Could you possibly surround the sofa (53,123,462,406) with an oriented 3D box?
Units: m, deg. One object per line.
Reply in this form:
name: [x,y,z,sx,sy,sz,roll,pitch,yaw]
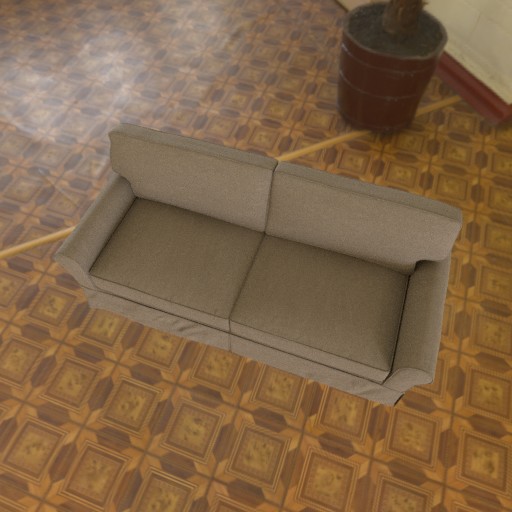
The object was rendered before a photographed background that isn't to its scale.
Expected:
sofa: [0.000,0.000,2.725,2.248,0.943,0.991,16,59,10]
